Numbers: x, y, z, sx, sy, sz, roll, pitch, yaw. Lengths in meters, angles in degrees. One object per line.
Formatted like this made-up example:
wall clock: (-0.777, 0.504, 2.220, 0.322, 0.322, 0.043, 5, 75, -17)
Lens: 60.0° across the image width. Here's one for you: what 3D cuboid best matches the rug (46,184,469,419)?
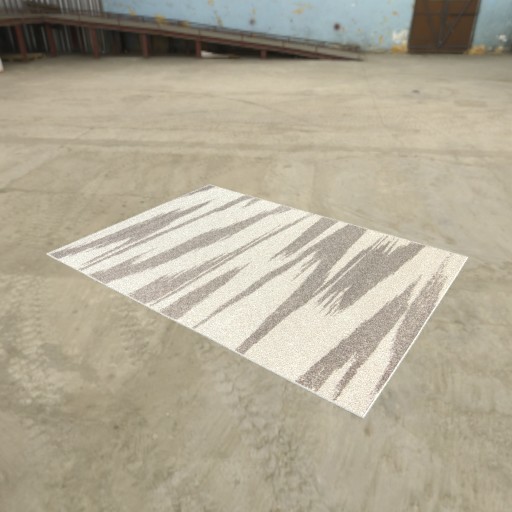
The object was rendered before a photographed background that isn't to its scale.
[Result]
rug: (0.000, 0.000, 2.752, 2.142, 0.010, 1.533, 20, 35, 31)
